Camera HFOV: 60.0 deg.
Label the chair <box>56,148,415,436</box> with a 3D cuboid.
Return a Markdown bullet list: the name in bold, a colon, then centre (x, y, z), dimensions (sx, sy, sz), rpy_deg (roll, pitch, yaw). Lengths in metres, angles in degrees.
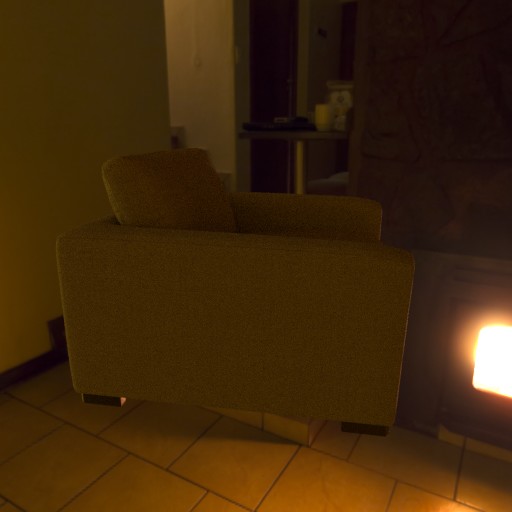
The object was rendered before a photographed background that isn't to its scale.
- **chair**: centre (0.000, 0.000, 1.837), dimensions (1.100, 0.847, 1.070), rpy_deg (3, 16, 10)
